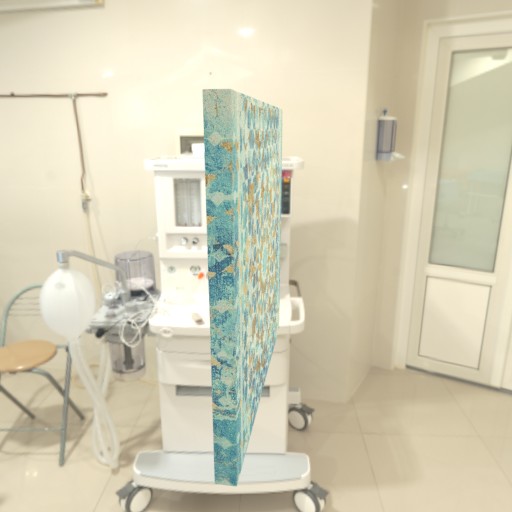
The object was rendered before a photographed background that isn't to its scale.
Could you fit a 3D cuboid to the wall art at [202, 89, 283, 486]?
[{"bbox_3d":[0.000,0.000,0.930,0.040,0.609,0.609,3,16,9],"label":"wall art"}]
